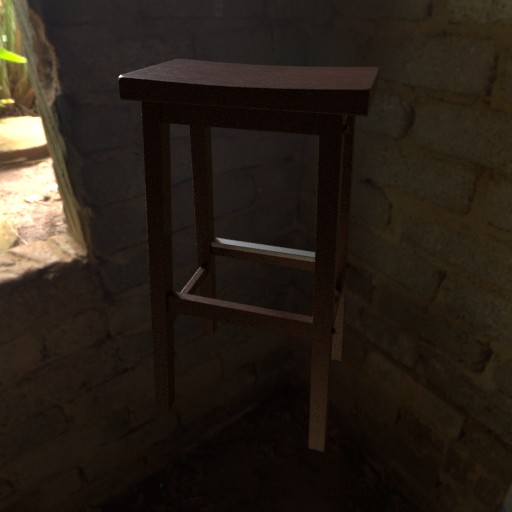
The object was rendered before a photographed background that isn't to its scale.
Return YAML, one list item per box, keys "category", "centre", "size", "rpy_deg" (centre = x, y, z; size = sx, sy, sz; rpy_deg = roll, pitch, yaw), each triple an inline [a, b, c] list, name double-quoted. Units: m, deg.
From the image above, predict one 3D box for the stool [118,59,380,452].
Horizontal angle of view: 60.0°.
- category: "stool"
  centre: [0.000, 0.000, 0.955]
  size: [0.406, 0.742, 0.322]
  rpy_deg: [9, 32, 14]
